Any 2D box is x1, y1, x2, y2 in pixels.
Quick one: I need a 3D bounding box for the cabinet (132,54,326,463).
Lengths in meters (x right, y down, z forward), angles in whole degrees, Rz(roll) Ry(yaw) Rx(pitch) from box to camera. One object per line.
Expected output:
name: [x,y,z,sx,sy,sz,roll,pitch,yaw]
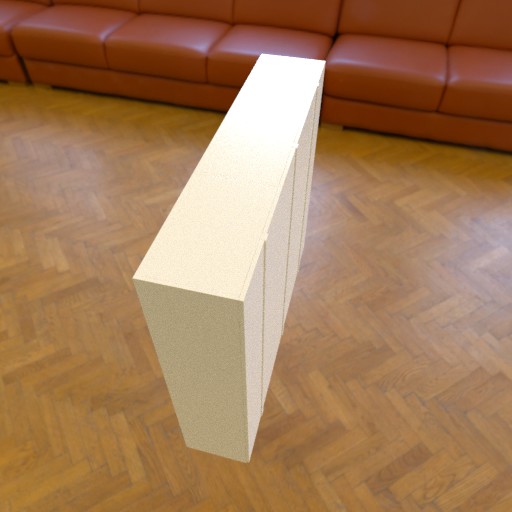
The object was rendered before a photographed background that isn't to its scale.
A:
cabinet: [0.000,0.000,3.931,0.590,2.370,2.700,11,48,10]
